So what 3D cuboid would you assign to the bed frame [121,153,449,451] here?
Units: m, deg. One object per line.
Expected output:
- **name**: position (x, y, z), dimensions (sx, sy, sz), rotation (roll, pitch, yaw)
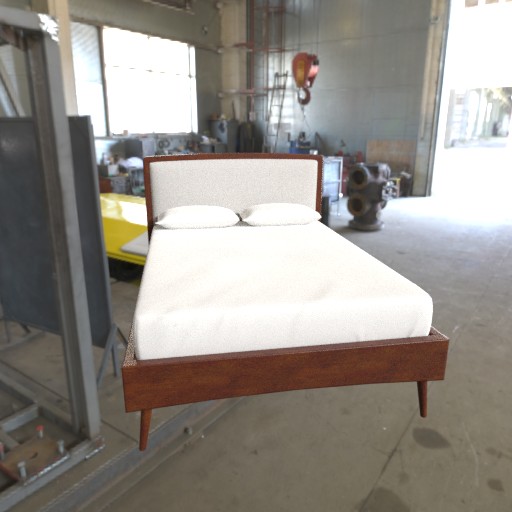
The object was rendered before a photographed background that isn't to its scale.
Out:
- **bed frame**: position (0.000, 0.000, 3.071), dimensions (1.587, 1.279, 2.171), rotation (-3, 16, -10)
